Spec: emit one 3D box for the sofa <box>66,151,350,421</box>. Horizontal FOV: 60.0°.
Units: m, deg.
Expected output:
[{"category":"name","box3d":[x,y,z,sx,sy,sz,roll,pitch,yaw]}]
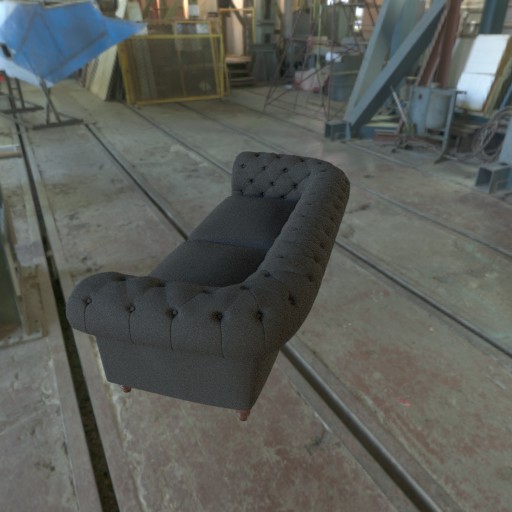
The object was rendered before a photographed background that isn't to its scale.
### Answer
[{"category":"sofa","box3d":[0.000,0.000,2.813,0.991,0.762,2.362,8,29,15]}]
